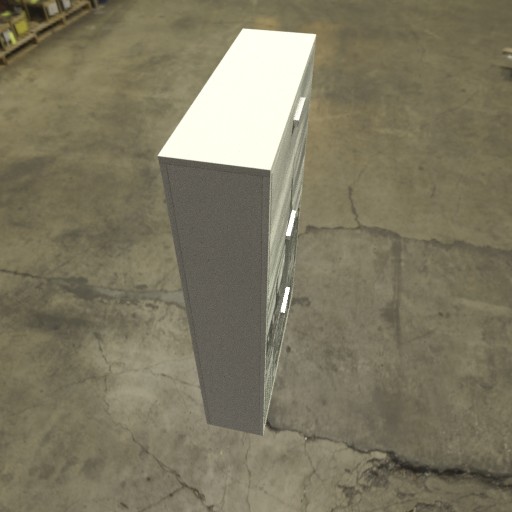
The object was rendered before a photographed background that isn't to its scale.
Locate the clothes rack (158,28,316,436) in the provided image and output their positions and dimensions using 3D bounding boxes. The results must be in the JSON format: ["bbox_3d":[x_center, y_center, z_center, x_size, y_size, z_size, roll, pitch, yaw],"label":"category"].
[{"bbox_3d":[0.000,0.000,1.602,0.250,1.280,0.750,9,46,9],"label":"clothes rack"}]
